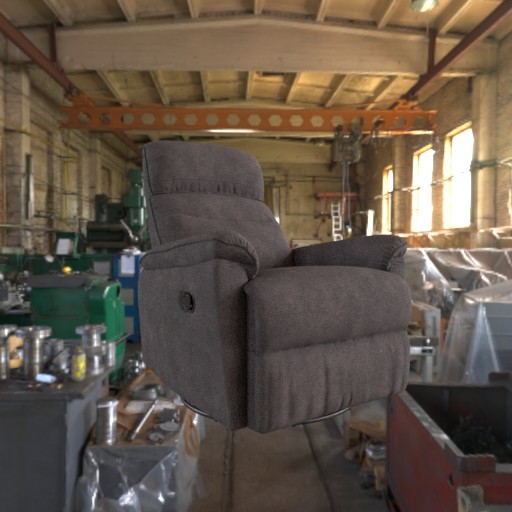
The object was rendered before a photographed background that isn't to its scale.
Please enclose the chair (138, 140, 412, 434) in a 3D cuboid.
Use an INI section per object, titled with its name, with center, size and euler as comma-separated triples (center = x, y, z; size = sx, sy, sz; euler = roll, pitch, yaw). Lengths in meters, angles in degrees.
[chair]
center = 0.000, 0.000, 1.729
size = 0.830, 1.035, 1.009
euler = -1, 1, -35
